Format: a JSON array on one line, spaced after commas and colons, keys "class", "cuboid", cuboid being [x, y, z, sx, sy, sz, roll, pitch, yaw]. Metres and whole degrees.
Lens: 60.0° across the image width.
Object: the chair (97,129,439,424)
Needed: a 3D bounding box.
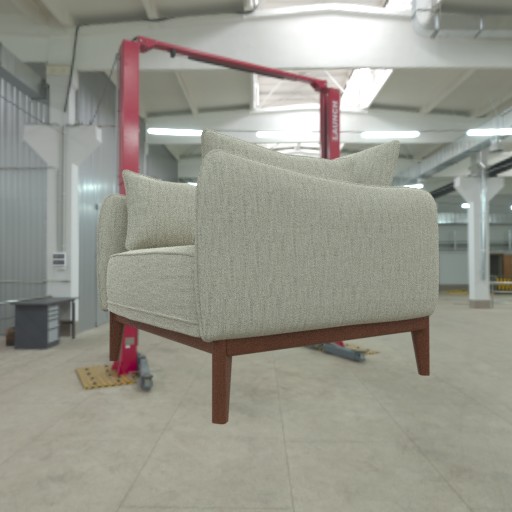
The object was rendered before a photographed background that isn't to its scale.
[{"class": "chair", "cuboid": [0.000, 0.000, 1.714, 0.991, 0.855, 0.994, 1, -1, -35]}]
